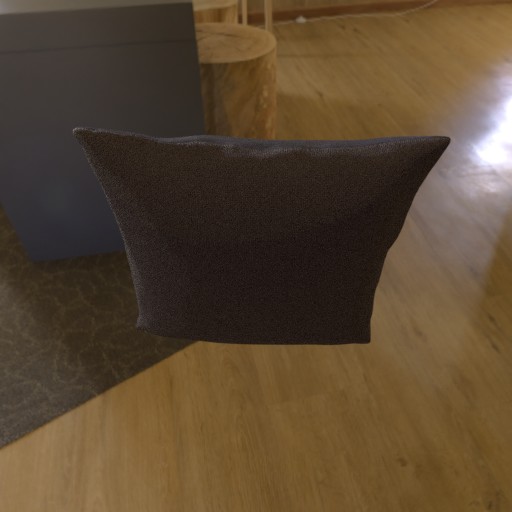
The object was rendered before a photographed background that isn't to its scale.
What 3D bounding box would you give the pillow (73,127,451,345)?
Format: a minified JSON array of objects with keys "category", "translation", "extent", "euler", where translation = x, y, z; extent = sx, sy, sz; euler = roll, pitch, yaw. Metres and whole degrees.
[{"category":"pillow","translation":[0.000,0.000,0.682],"extent":[0.452,0.439,0.204],"euler":[3,47,2]}]
